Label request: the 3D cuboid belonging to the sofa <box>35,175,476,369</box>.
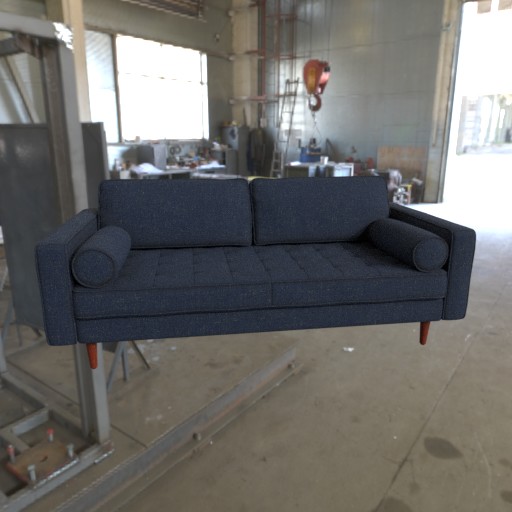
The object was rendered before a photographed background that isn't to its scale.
[{"bbox_3d":[0.000,0.000,2.301,1.880,0.762,0.914,-2,16,-8],"label":"sofa"}]
